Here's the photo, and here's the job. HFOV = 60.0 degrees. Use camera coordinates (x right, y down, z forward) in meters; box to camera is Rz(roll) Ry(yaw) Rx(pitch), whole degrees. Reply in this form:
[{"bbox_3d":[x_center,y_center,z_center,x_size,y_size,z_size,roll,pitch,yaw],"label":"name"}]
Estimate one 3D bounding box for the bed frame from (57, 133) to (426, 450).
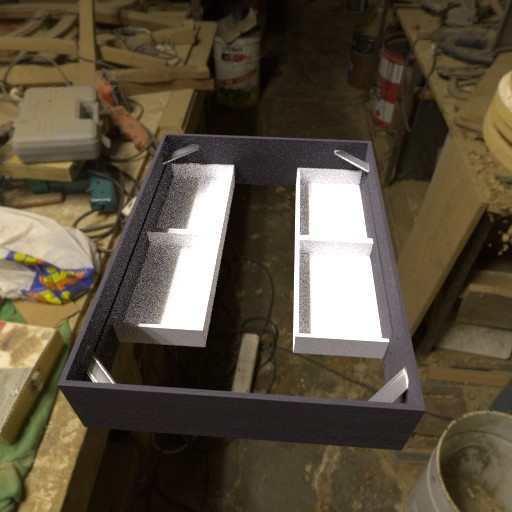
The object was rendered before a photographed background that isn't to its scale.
[{"bbox_3d":[0.000,0.000,2.553,1.448,0.459,1.944,3,46,3],"label":"bed frame"}]
